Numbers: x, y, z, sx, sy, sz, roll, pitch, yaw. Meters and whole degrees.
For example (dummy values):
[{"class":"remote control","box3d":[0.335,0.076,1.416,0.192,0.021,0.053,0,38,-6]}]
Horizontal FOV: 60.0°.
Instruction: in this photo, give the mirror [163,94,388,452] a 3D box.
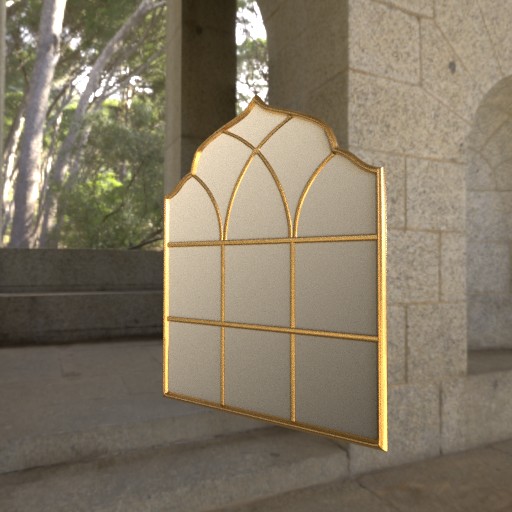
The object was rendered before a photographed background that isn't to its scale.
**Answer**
[{"class":"mirror","box3d":[0.000,0.000,0.863,0.513,0.635,0.018,-1,-1,35]}]
